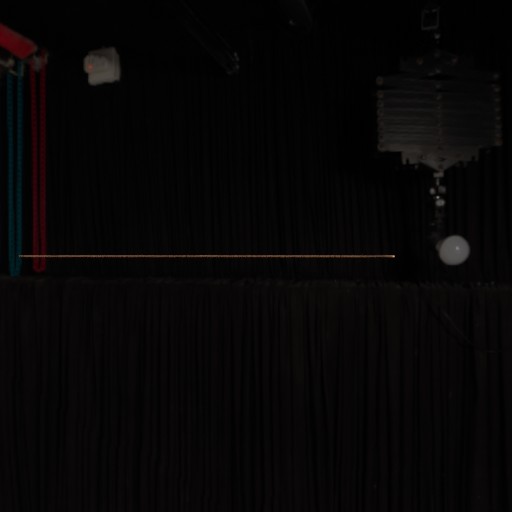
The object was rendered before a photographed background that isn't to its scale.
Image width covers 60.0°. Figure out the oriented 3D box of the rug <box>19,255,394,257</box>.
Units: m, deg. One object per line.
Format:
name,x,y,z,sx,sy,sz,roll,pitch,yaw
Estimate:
rug,0.000,0.000,4.089,2.436,0.011,3.045,0,0,17
